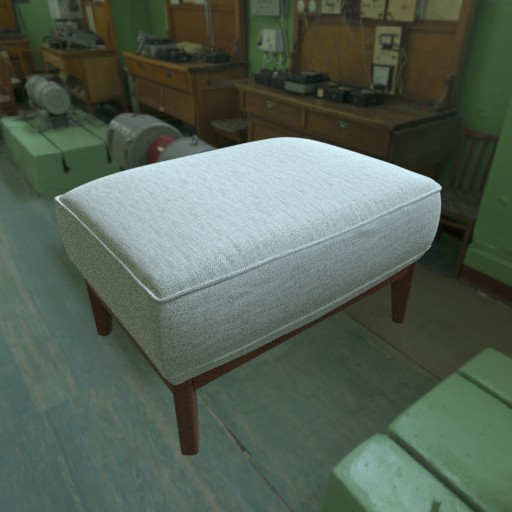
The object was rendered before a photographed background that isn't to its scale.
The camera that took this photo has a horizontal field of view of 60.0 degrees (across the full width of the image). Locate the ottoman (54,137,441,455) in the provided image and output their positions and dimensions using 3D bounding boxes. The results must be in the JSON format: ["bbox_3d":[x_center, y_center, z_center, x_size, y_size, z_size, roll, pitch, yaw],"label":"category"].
[{"bbox_3d":[0.000,0.000,1.140,0.794,0.465,0.594,-22,37,-32],"label":"ottoman"}]
